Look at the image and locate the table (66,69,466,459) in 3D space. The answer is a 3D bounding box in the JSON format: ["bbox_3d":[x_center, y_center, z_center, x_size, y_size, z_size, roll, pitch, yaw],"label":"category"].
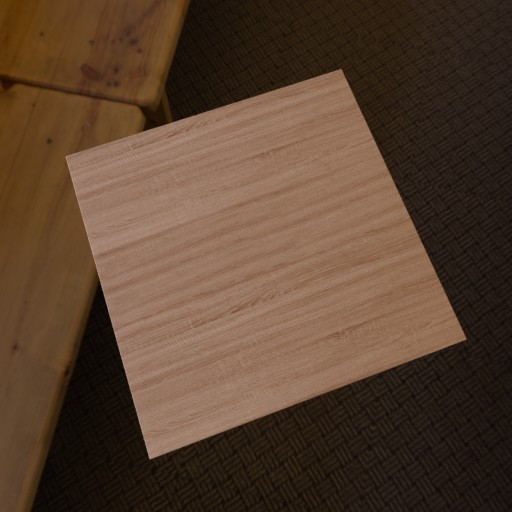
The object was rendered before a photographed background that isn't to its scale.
[{"bbox_3d":[0.000,0.000,1.408,0.890,0.305,0.890,-19,77,-5],"label":"table"}]
